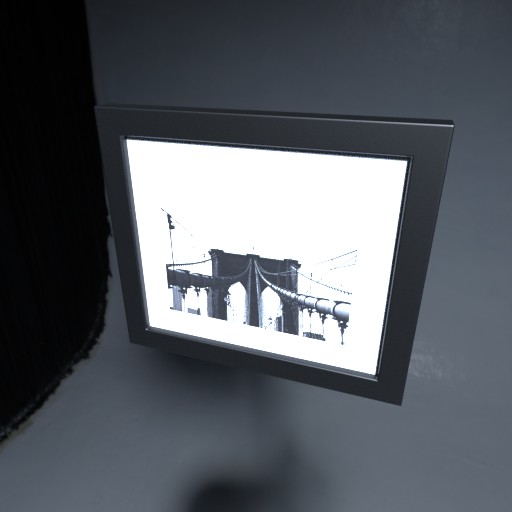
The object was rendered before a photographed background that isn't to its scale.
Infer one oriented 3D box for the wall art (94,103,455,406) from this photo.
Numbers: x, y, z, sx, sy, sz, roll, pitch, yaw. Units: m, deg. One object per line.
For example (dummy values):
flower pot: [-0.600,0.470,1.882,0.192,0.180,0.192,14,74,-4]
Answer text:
wall art: [0.000,0.000,0.530,0.380,0.330,0.028,9,27,17]
